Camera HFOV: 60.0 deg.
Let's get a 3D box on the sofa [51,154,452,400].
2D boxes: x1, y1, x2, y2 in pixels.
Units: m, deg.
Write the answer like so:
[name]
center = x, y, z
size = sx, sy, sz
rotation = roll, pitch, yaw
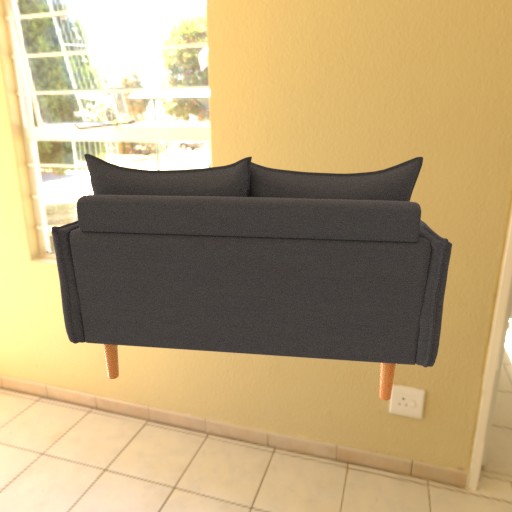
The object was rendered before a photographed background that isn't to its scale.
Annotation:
[sofa]
center = 0.000, 0.000, 1.825
size = 1.300, 0.840, 0.820
rotation = 2, 16, 7
